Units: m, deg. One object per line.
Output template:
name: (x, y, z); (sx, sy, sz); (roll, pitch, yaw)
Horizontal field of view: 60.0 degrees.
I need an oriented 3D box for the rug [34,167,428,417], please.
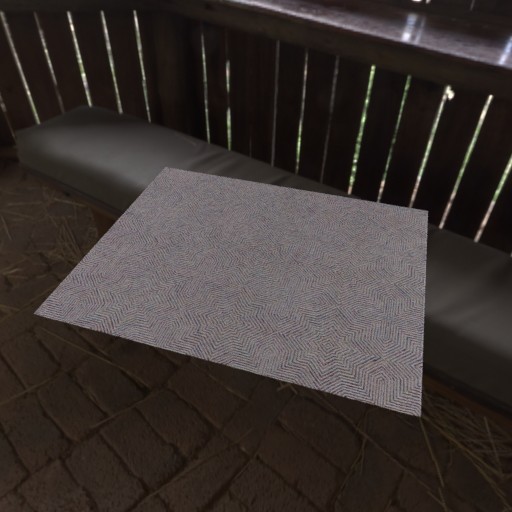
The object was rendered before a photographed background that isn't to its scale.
rug: (0.000, 0.000, 4.150); (3.046, 0.008, 2.442); (12, 43, 13)
